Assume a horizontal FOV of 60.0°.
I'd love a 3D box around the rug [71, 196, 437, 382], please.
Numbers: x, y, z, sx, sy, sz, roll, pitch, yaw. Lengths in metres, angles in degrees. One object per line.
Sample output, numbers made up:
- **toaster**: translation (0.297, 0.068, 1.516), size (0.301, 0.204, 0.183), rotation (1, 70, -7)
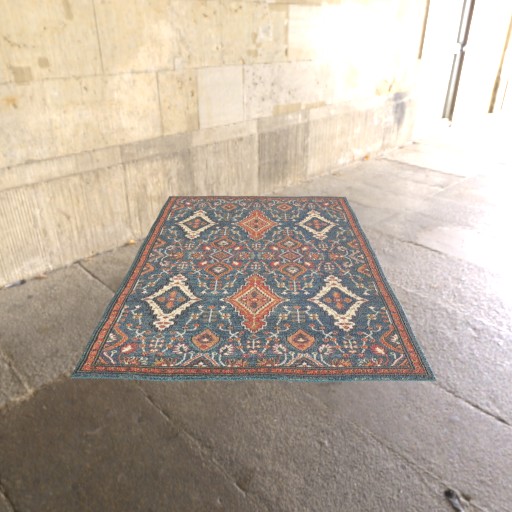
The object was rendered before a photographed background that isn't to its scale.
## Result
- **rug**: translation (0.000, 0.000, 2.978), size (1.622, 0.009, 2.373), rotation (0, 27, 1)
